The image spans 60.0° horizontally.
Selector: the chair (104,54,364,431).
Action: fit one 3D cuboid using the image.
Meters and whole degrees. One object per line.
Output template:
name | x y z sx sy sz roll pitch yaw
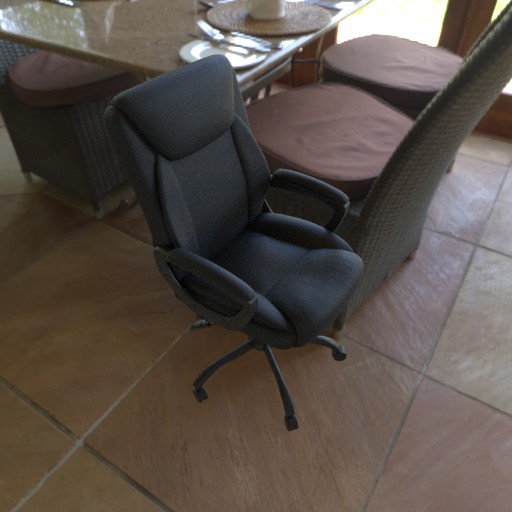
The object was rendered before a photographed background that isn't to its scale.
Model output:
chair | 0.000 0.000 1.447 0.655 1.072 0.615 26 48 26
